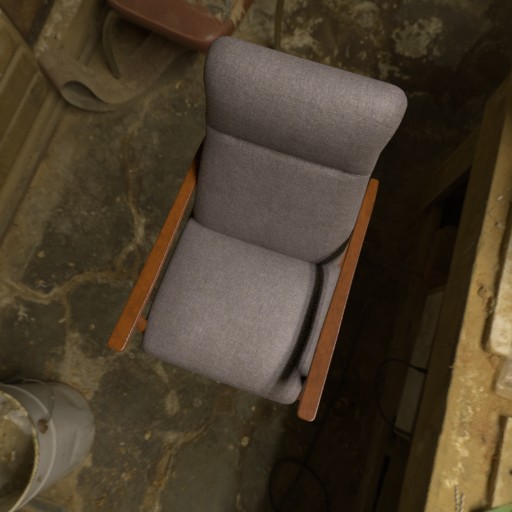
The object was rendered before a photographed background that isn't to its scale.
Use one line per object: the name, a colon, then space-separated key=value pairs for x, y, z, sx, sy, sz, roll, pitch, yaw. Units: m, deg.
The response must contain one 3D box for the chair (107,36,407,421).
chair: x=0.000 y=0.000 z=1.725 sx=0.762 sy=1.081 sz=1.014 roll=19 pitch=76 yaw=5
